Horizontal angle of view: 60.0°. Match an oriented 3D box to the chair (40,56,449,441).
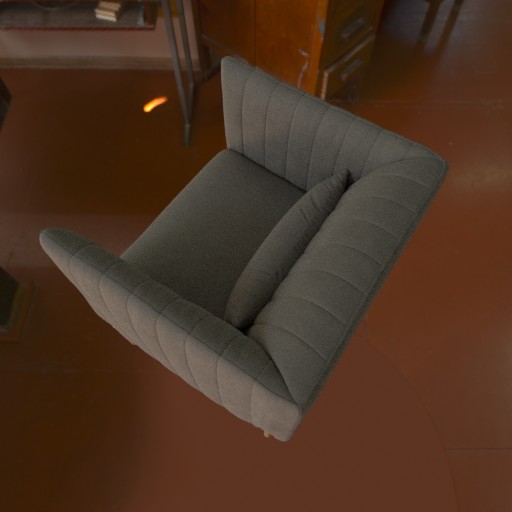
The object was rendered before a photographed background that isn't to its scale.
[{"bbox_3d":[0.000,0.000,1.618,0.873,0.779,0.981,31,66,15],"label":"chair"}]
